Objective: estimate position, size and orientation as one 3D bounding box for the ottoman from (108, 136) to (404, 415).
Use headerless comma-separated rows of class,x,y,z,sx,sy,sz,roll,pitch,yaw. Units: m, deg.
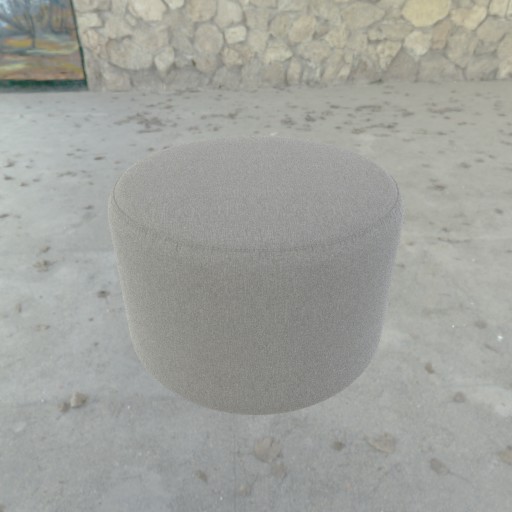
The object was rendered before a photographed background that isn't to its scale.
ottoman,0.000,0.000,1.020,0.608,0.433,0.608,0,31,0
